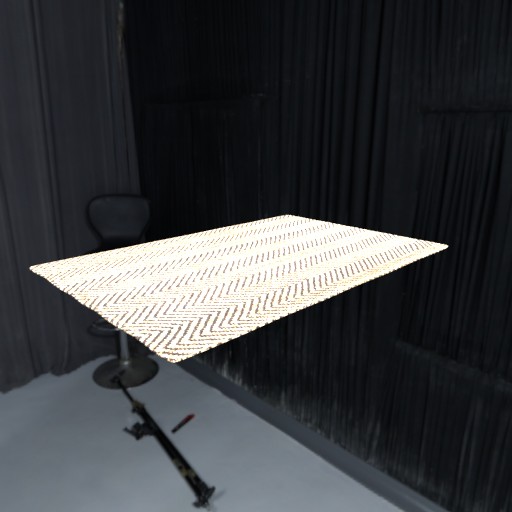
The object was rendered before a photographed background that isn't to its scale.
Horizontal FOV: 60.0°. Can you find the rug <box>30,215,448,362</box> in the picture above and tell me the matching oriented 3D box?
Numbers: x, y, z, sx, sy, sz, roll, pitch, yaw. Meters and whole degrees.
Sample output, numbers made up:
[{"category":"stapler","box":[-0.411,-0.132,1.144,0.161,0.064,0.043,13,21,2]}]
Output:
[{"category":"rug","box":[0.000,0.000,2.282,1.828,0.008,1.219,-15,22,-42]}]
